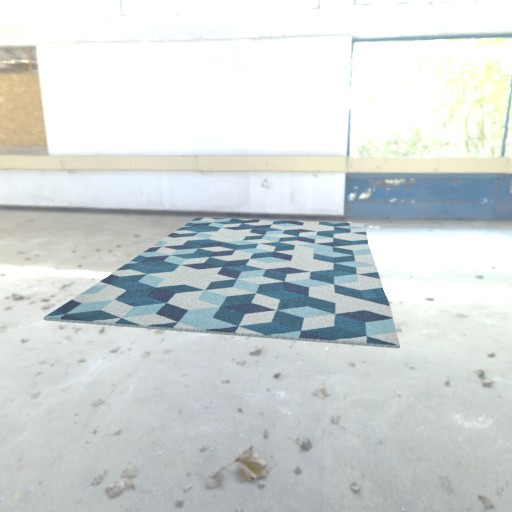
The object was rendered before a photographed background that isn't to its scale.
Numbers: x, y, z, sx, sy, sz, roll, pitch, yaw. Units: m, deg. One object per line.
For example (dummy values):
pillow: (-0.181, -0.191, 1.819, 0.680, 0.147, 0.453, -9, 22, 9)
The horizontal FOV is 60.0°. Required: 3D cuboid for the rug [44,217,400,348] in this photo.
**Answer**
rug: (0.000, 0.000, 2.335, 1.235, 0.014, 1.829, 3, 16, 9)
